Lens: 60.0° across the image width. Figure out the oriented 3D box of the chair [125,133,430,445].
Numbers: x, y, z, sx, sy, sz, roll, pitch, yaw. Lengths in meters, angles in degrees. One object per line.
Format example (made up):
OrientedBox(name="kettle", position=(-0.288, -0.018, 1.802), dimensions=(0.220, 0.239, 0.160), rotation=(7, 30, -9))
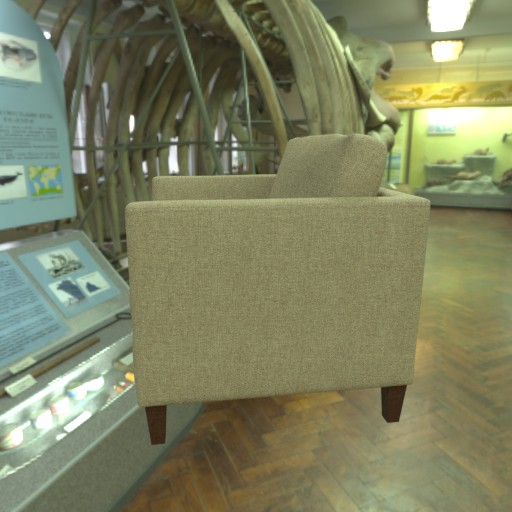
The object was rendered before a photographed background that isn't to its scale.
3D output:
OrientedBox(name="chair", position=(0.000, 0.000, 1.869), dimensions=(0.959, 0.987, 1.107), rotation=(-2, 15, -8))
